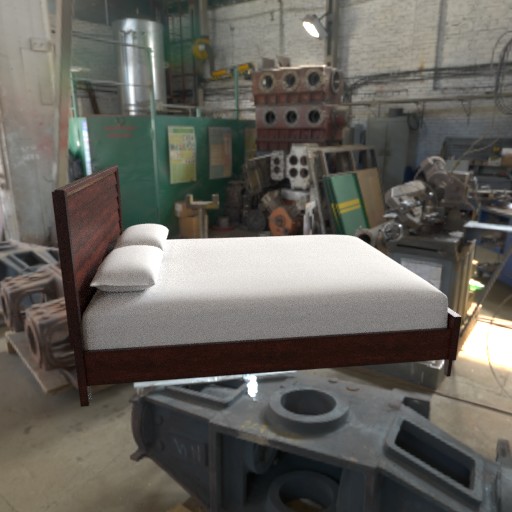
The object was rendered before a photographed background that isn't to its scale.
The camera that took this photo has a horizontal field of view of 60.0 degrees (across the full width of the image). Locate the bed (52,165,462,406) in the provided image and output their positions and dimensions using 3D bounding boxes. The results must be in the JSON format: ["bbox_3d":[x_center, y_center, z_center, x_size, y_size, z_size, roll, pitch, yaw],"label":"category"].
[{"bbox_3d":[0.000,0.000,4.004,2.803,1.492,2.040,-2,16,-8],"label":"bed"}]
